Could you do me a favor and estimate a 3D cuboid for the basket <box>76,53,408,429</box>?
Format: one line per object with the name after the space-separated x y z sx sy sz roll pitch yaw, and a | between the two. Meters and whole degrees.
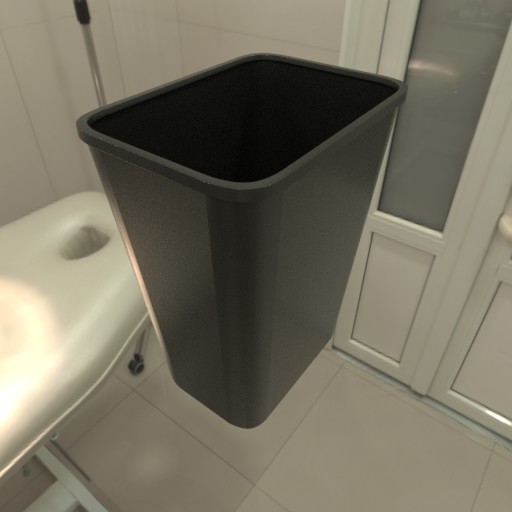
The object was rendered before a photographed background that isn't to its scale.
0.000 0.000 0.739 0.287 0.521 0.394 26 46 28 | basket
